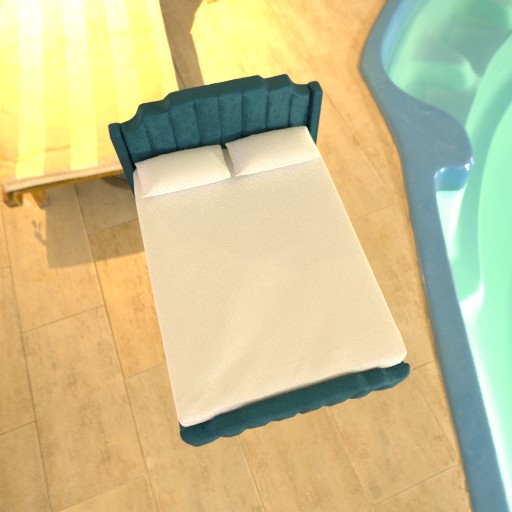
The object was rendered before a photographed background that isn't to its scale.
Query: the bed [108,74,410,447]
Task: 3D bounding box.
[{"bbox_3d":[0.000,0.000,3.373,1.678,1.338,2.322,-14,65,-7],"label":"bed"}]
